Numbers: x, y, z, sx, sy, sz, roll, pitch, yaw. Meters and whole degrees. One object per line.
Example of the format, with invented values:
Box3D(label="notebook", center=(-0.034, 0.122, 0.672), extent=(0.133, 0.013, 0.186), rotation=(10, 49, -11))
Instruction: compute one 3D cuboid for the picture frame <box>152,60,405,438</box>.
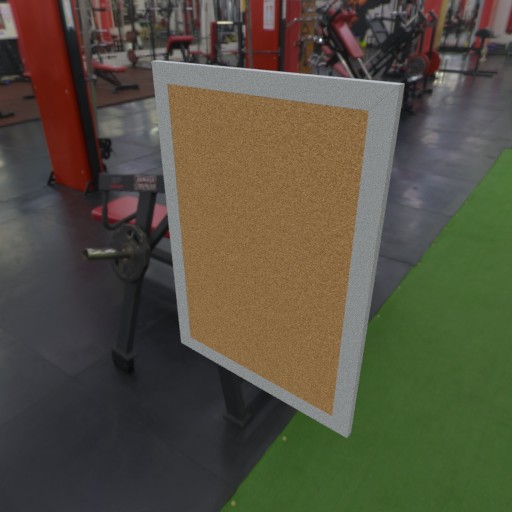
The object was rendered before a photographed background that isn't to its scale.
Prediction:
Box3D(label="picture frame", center=(0.000, 0.000, 0.589), extent=(0.326, 0.459, 0.011), rotation=(21, 35, 32))
